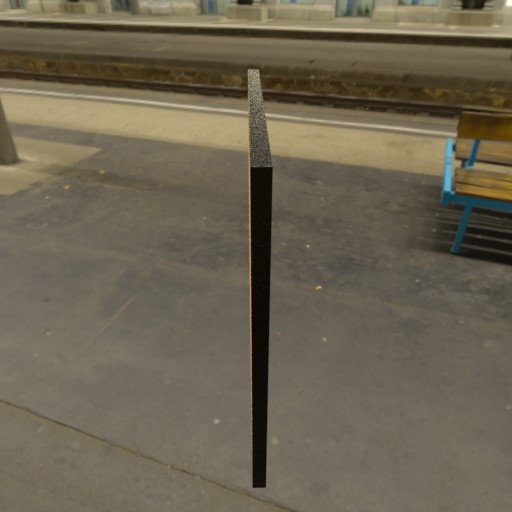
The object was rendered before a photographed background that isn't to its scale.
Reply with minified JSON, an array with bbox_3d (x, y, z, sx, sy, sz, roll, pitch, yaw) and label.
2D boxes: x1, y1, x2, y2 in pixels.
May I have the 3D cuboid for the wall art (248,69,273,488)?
[{"bbox_3d":[0.000,0.000,0.515,0.014,0.349,0.349,-1,32,-1],"label":"wall art"}]
